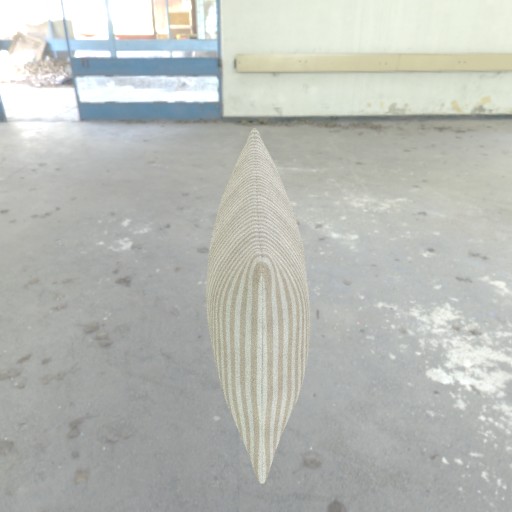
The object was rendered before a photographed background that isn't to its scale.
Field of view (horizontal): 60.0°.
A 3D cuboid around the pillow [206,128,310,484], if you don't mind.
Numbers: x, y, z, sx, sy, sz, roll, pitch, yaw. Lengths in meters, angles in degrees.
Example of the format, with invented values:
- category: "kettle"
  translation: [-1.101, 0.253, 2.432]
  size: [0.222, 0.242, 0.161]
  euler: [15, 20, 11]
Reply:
- category: "pillow"
  translation: [0.000, 0.000, 0.722]
  size: [0.151, 0.295, 0.617]
  euler: [0, 27, -1]
